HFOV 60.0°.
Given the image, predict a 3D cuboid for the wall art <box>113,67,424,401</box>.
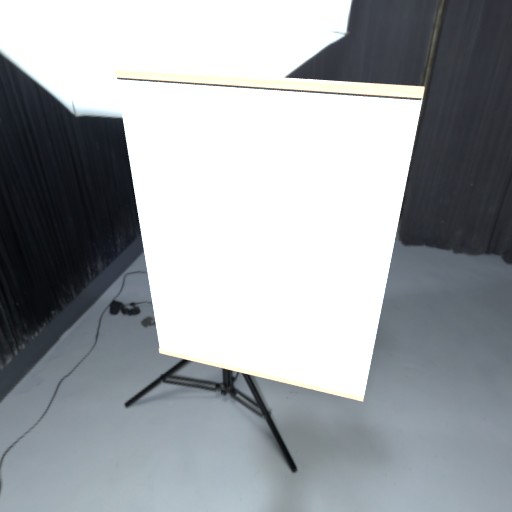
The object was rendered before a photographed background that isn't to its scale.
[{"bbox_3d":[0.000,0.000,0.798,0.459,0.608,0.012,10,34,14],"label":"wall art"}]
